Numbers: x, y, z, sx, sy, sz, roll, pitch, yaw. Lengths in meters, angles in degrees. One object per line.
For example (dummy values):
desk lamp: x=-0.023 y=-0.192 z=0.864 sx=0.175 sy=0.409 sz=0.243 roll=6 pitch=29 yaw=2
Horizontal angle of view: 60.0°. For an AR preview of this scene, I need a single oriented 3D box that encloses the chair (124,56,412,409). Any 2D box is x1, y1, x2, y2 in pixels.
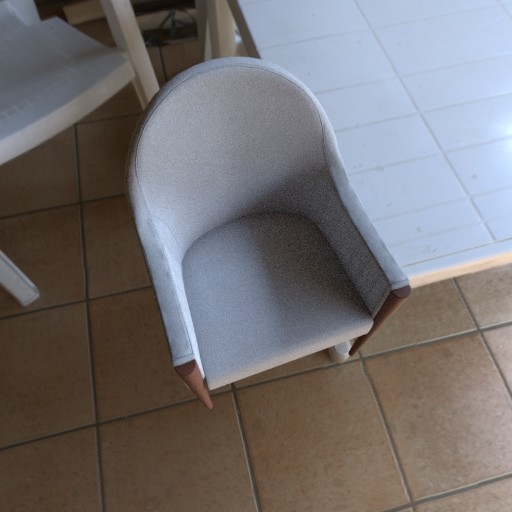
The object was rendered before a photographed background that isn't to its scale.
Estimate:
chair: x=0.000 y=0.000 z=1.292 sx=0.610 sy=0.889 sz=0.620 roll=-18 pitch=63 yaw=-9
